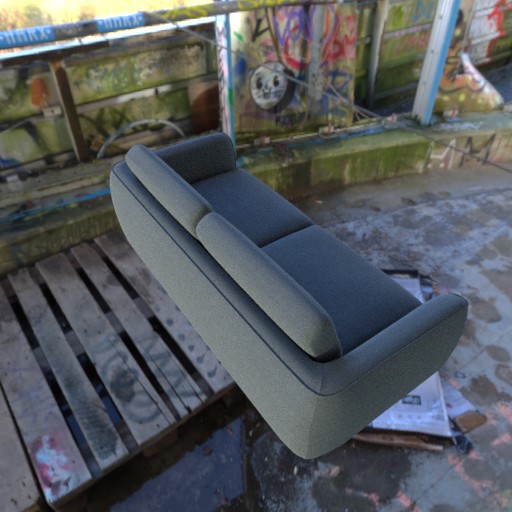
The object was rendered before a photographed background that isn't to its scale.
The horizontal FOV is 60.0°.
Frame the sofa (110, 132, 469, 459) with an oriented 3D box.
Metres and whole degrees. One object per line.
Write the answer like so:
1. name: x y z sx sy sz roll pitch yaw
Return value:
1. sofa: 0.000 0.000 2.399 0.920 0.850 2.000 -25 47 -26
